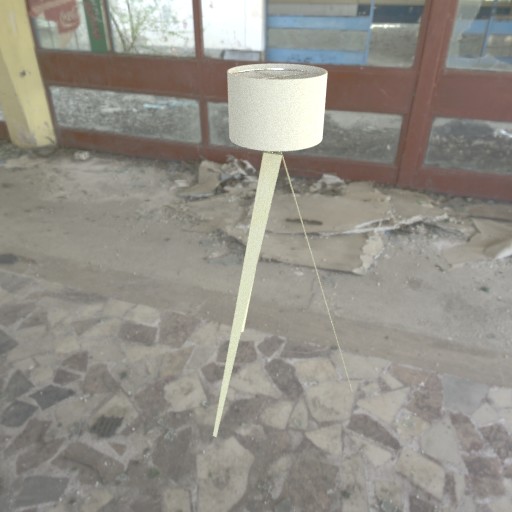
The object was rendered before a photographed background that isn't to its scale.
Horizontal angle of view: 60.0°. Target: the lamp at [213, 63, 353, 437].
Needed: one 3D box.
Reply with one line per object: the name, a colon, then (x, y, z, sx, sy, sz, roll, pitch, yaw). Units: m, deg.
lamp: (0.000, 0.000, 1.949, 0.724, 1.524, 0.716, -20, 37, -30)
